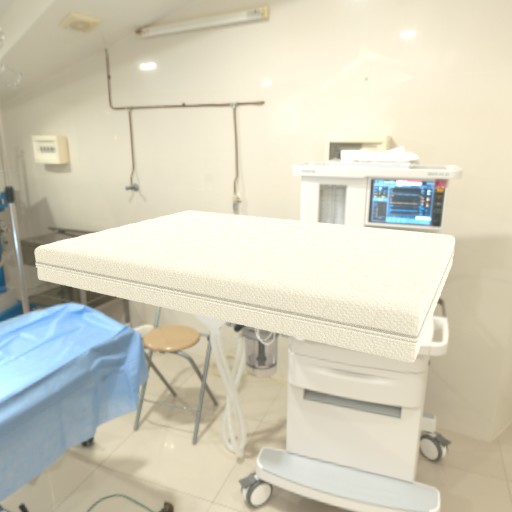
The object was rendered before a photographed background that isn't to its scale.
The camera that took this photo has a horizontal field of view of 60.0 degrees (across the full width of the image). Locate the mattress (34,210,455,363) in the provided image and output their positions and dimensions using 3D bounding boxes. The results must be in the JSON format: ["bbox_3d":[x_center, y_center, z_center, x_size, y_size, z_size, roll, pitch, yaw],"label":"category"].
[{"bbox_3d":[0.000,0.000,2.561,2.000,0.200,1.400,8,17,27],"label":"mattress"}]
